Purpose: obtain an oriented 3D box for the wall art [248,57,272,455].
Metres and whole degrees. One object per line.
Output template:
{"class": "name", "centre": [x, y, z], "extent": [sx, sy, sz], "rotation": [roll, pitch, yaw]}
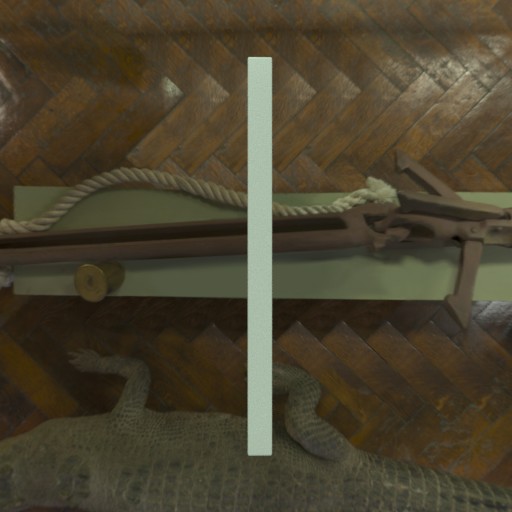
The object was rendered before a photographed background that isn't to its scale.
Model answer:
{"class": "wall art", "centre": [0.000, 0.000, 0.781], "extent": [0.028, 0.556, 0.454], "rotation": [0, 90, -1]}
